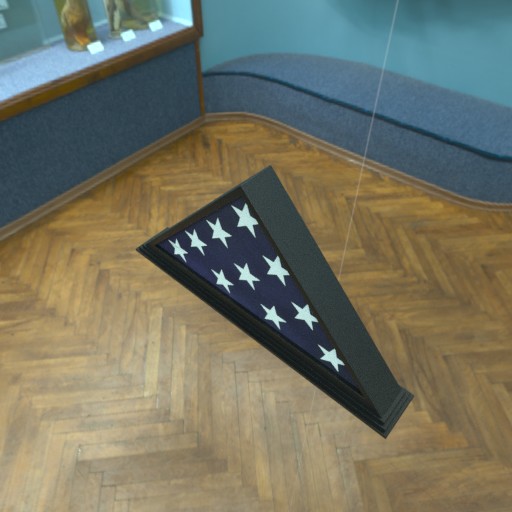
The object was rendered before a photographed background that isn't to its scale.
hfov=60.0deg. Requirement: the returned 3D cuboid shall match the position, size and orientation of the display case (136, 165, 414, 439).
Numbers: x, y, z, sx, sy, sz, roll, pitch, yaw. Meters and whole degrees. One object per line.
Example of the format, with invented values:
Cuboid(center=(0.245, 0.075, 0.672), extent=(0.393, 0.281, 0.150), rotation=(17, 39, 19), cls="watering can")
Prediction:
Cuboid(center=(0.000, 0.000, 0.760), extent=(0.640, 0.340, 0.095), rotation=(33, 55, 27), cls="display case")
